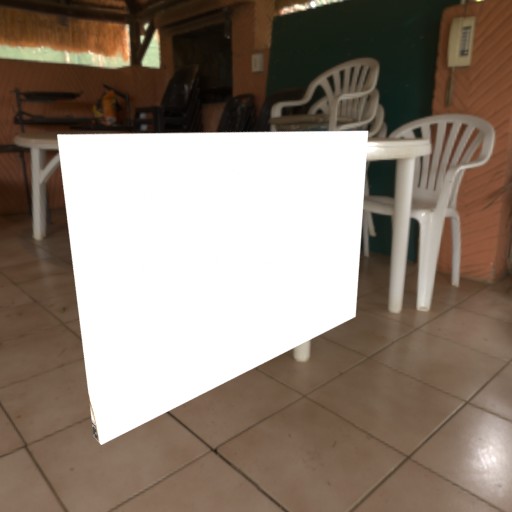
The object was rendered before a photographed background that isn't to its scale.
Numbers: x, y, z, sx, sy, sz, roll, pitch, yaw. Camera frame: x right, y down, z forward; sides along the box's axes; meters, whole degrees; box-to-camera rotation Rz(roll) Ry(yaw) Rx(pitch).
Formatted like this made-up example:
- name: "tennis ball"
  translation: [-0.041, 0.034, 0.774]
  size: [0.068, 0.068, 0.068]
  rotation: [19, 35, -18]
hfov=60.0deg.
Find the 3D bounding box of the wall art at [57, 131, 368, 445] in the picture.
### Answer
- name: "wall art"
  translation: [0.000, 0.000, 1.117]
  size: [0.898, 0.601, 0.038]
  rotation: [-15, 22, -42]
